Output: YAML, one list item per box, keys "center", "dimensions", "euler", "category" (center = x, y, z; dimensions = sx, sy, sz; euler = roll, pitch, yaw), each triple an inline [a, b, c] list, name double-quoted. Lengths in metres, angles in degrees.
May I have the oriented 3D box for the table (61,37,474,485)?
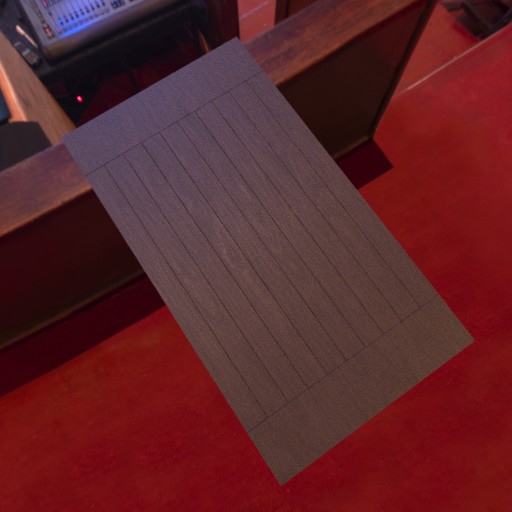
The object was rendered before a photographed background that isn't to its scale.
- center: [0.000, 0.000, 1.399]
  dimensions: [0.600, 0.494, 1.062]
  euler: [-33, 78, -8]
  category: "table"
